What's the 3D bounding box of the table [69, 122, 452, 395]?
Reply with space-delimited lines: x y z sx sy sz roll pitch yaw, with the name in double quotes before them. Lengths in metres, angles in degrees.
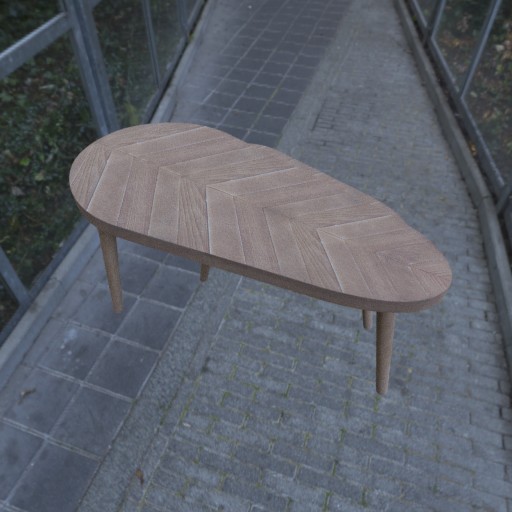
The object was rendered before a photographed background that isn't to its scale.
"table" 0.000 0.000 1.537 1.190 0.595 0.701 24 51 21
